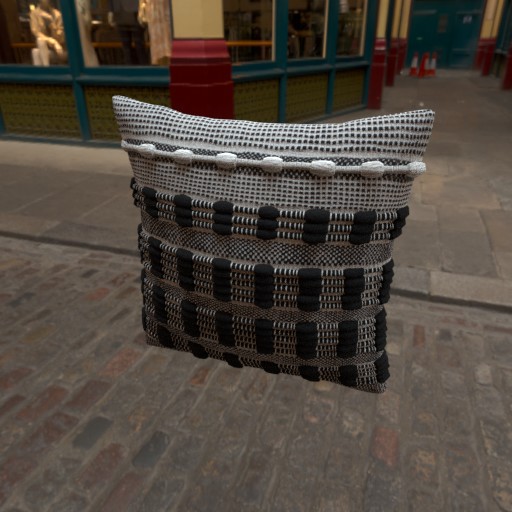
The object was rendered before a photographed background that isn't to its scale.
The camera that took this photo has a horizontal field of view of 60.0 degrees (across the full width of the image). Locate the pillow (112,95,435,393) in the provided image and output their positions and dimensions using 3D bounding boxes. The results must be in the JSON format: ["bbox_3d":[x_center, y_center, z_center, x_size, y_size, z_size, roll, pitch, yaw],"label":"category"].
[{"bbox_3d":[0.000,0.000,0.663,0.436,0.438,0.156,8,28,16],"label":"pillow"}]
